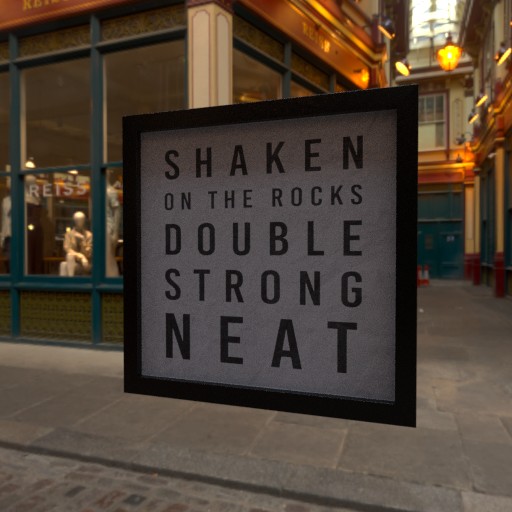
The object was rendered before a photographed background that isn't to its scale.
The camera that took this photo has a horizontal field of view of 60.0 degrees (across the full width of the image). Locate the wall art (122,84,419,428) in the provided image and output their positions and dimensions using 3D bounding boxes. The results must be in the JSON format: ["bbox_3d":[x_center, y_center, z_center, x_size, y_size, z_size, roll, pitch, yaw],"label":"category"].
[{"bbox_3d":[0.000,0.000,0.510,0.349,0.349,0.014,0,1,18],"label":"wall art"}]
